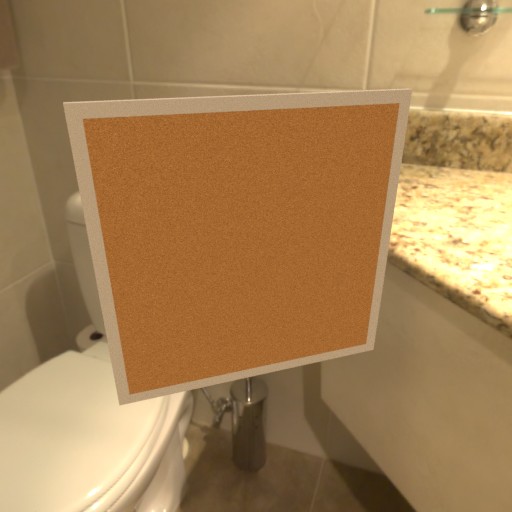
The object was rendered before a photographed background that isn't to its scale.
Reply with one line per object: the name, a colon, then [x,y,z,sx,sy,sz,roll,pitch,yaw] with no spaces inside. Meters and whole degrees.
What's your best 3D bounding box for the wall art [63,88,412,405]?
wall art: [0.000,0.000,0.664,0.456,0.457,0.009,-8,28,-16]
